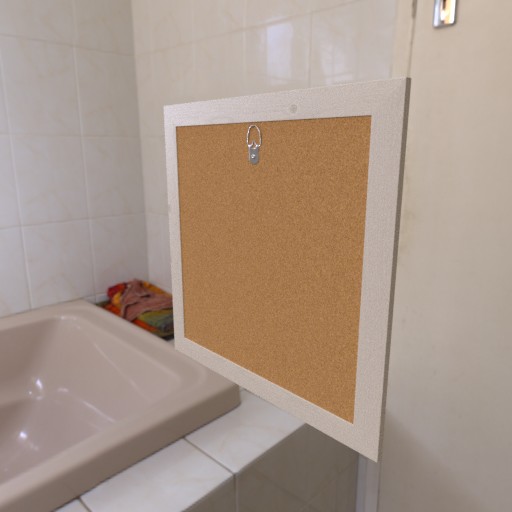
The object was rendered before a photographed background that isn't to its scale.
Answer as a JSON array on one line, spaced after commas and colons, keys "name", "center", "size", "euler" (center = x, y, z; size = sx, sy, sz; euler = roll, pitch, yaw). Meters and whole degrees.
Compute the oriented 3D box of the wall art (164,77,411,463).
[{"name": "wall art", "center": [0.000, 0.000, 0.842], "size": [0.015, 0.577, 0.572], "euler": [-13, 19, -42]}]
